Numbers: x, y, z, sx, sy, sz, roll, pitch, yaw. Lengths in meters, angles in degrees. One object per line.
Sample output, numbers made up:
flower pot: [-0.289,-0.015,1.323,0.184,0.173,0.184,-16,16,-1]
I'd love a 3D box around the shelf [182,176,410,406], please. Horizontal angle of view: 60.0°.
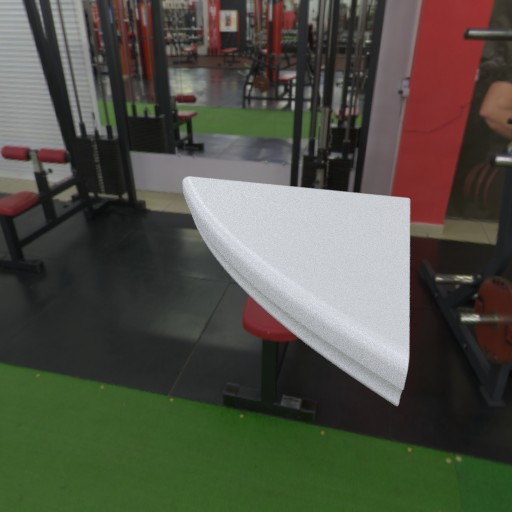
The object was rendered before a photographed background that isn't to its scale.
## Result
shelf: [0.000,0.000,0.473,0.310,0.050,0.310,8,30,14]
